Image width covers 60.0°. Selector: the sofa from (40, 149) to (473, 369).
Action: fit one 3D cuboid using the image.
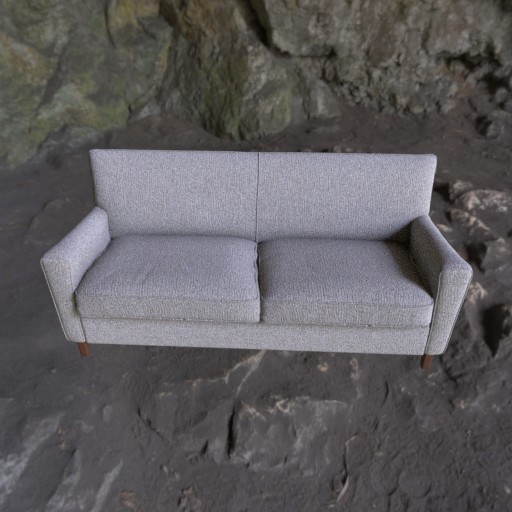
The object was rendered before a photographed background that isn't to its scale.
[{"bbox_3d":[0.000,0.000,2.447,2.026,0.942,0.854,2,31,3],"label":"sofa"}]
